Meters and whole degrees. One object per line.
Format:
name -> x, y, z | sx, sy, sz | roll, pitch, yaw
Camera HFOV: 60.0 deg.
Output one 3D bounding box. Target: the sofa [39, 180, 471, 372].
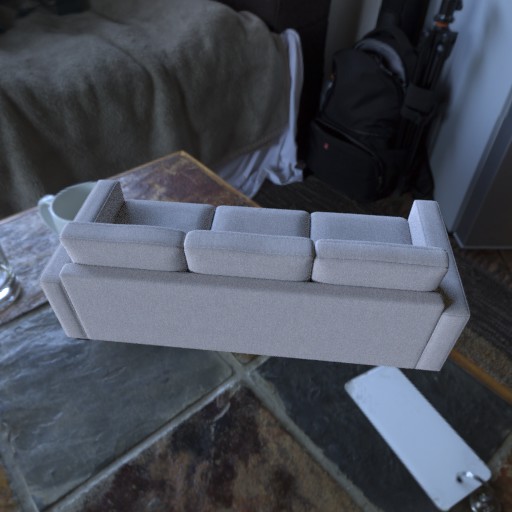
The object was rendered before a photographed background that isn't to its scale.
sofa -> 0.000, 0.000, 2.550 | 2.120, 0.800, 0.900 | 4, 45, 4
